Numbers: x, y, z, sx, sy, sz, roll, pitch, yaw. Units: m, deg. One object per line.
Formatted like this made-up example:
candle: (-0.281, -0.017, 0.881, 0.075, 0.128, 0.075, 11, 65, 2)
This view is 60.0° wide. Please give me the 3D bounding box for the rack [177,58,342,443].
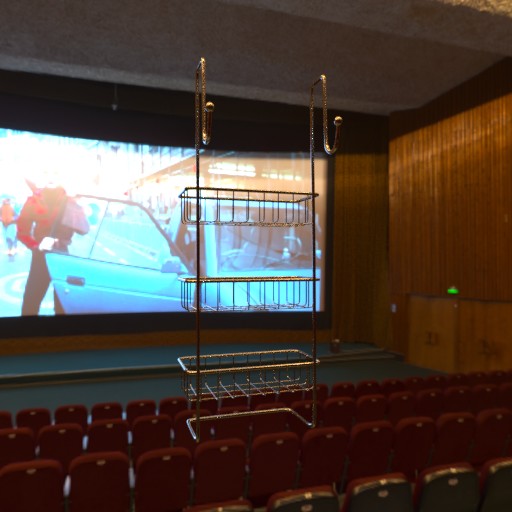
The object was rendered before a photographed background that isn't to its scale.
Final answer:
rack: (0.000, 0.000, 0.712, 0.228, 0.574, 0.202, 0, -1, -18)
